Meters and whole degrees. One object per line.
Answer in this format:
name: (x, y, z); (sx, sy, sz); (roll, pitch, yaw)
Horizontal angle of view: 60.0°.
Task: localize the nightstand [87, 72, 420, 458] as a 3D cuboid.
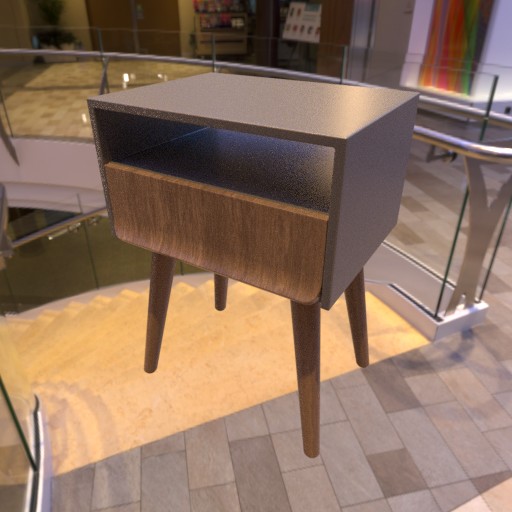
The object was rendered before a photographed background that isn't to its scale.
nightstand: (0.000, 0.000, 0.734); (0.370, 0.508, 0.288); (17, 35, 27)
